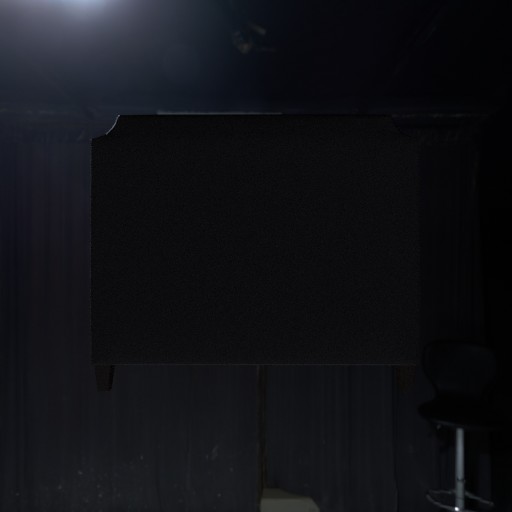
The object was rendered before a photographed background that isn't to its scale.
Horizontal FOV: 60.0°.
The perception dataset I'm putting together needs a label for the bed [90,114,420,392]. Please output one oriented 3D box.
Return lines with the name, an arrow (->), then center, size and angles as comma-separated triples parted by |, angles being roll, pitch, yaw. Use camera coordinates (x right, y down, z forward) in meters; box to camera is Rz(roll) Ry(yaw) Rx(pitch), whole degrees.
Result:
bed -> 0.000, 0.000, 3.433 | 1.713, 1.443, 2.372 | 0, -1, 0
